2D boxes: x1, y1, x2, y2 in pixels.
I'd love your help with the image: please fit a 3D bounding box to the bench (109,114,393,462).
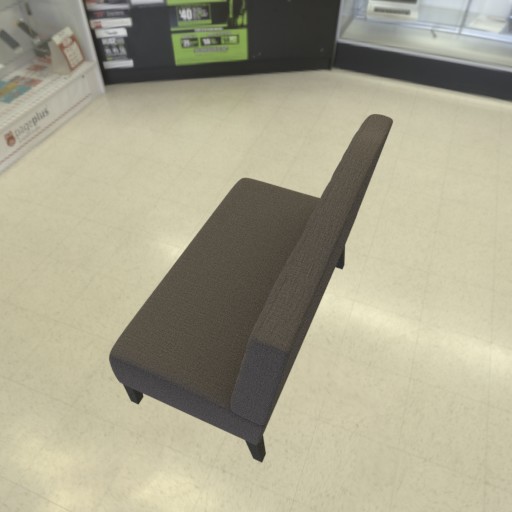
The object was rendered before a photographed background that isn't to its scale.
[{"bbox_3d":[0.000,0.000,2.041,0.815,1.180,1.335,18,50,16],"label":"bench"}]
